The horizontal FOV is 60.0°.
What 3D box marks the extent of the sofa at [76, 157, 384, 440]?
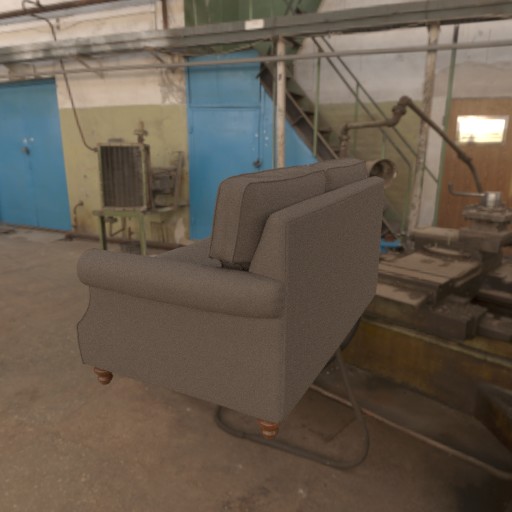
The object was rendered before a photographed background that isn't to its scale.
[{"bbox_3d":[0.000,0.000,2.254,0.964,0.937,1.665,8,17,26],"label":"sofa"}]
